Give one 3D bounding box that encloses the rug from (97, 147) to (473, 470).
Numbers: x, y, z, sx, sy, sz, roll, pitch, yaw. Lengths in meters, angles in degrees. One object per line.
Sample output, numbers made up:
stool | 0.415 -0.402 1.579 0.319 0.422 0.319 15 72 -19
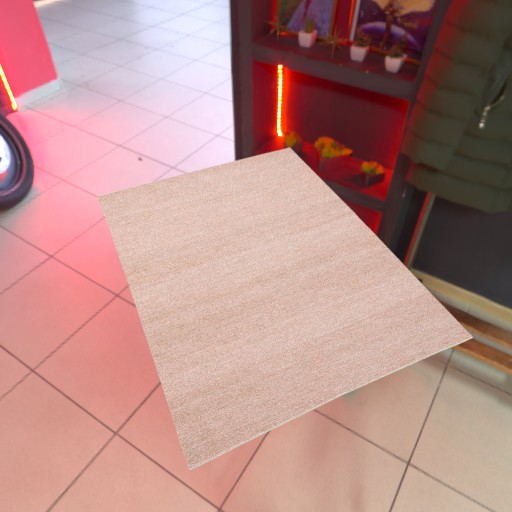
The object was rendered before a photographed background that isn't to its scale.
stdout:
rug | 0.000 0.000 4.260 2.434 0.045 3.202 -18 48 -17
